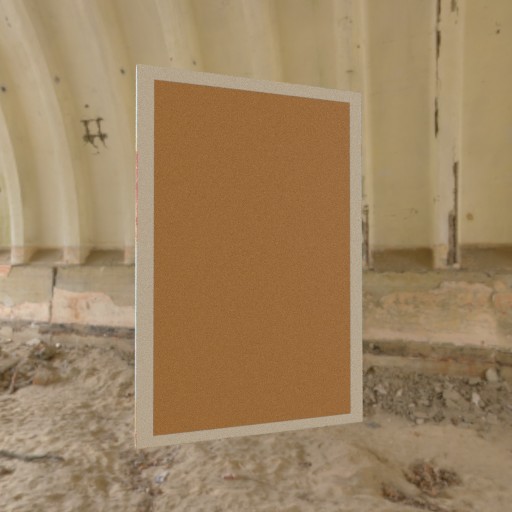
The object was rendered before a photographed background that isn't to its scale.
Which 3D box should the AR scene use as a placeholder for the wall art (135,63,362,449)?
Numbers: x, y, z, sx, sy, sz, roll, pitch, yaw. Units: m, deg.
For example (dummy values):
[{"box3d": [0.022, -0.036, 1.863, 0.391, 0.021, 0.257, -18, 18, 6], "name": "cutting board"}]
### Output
[{"box3d": [0.000, 0.000, 1.155, 0.605, 0.915, 0.037, 0, -1, -17], "name": "wall art"}]
